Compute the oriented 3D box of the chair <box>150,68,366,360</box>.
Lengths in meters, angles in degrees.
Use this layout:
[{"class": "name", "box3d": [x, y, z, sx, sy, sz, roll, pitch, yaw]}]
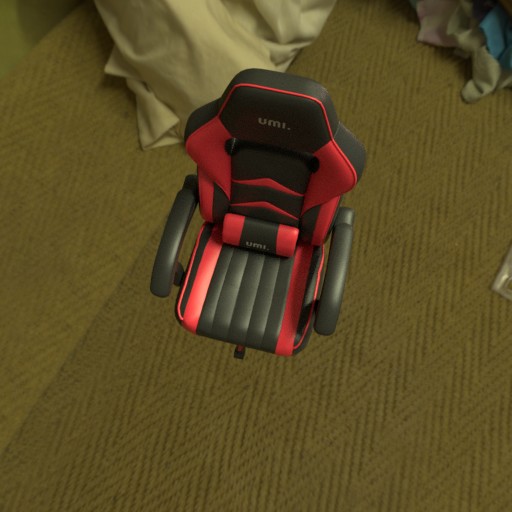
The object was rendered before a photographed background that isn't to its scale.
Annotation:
[{"class": "chair", "box3d": [0.000, 0.000, 1.648, 0.700, 1.220, 0.700, 13, 74, 4]}]
